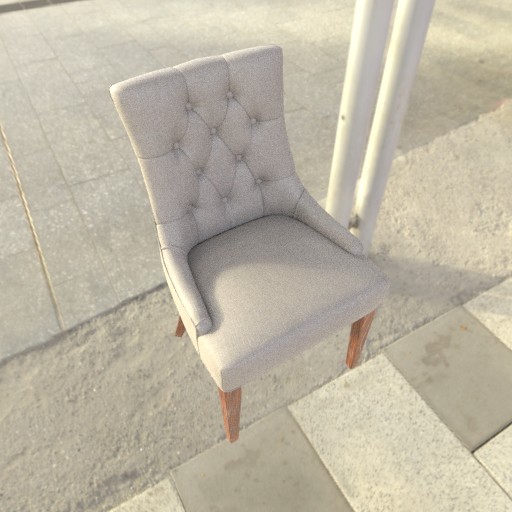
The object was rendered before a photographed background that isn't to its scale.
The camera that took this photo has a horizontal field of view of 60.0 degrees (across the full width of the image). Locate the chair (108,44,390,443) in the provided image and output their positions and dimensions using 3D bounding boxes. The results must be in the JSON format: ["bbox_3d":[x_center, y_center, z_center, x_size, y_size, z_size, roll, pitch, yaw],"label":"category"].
[{"bbox_3d":[0.000,0.000,1.193,0.509,0.874,0.565,-24,51,-22],"label":"chair"}]
